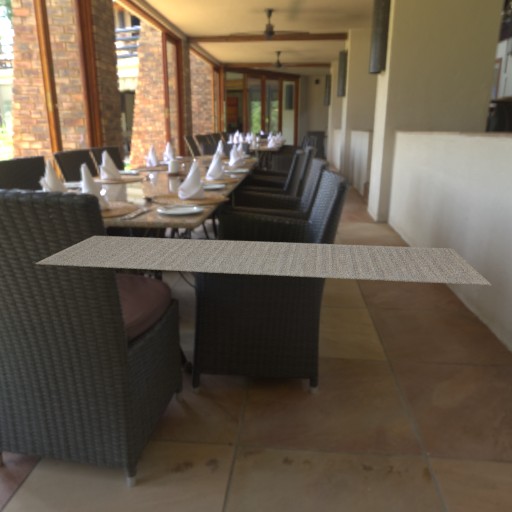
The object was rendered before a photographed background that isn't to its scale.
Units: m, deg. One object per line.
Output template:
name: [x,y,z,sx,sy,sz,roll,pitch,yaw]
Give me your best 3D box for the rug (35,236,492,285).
rug: [0.000,0.000,2.670,2.437,0.005,0.688,2,16,8]
